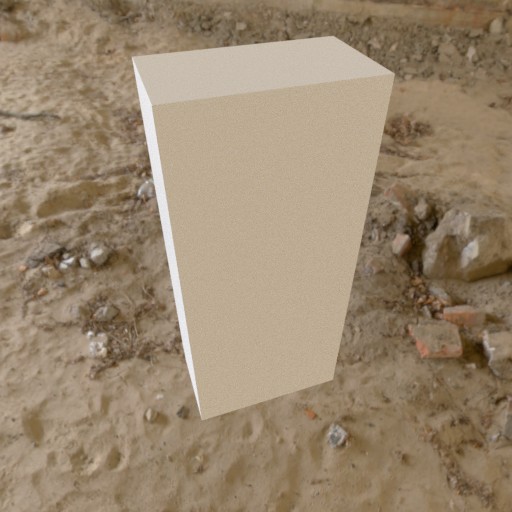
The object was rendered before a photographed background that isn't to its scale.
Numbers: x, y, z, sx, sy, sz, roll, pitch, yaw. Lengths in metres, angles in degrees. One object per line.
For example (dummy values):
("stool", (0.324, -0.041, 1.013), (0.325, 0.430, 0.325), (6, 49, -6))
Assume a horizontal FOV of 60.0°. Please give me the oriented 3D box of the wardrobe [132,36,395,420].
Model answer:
("wardrobe", (0.000, 0.000, 2.026), (0.760, 1.700, 0.470), (-13, 43, -14))
